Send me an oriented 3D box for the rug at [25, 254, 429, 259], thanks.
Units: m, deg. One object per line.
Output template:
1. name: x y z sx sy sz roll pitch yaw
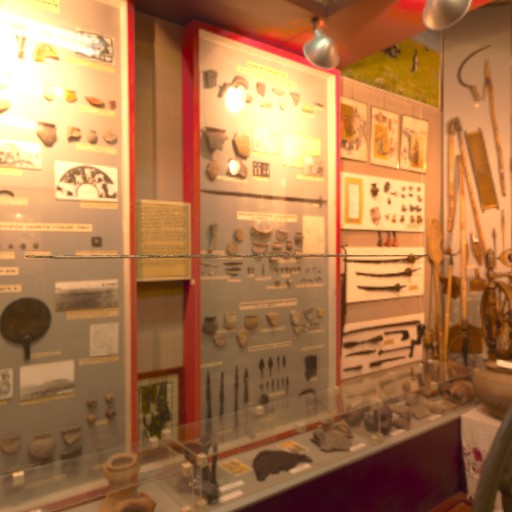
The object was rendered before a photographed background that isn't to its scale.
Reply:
1. rug: 0.000 0.000 2.732 2.446 0.011 0.768 0 0 -35
